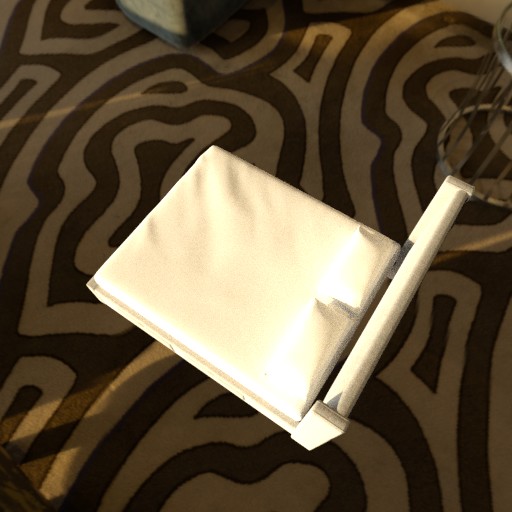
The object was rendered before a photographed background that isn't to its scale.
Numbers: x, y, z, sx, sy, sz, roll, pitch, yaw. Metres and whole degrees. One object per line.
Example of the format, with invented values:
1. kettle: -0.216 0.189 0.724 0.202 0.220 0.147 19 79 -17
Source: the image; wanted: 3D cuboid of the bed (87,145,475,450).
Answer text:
1. bed: 0.000 0.000 3.443 2.222 1.491 1.774 31 67 14
